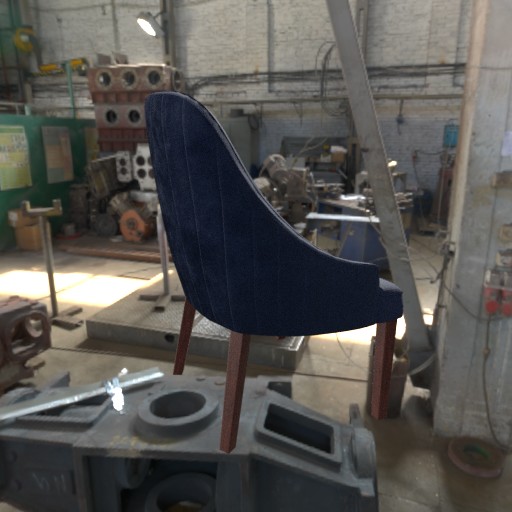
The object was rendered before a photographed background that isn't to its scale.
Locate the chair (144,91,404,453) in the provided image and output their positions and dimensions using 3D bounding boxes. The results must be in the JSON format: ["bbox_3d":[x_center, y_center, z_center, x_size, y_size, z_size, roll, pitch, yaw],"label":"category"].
[{"bbox_3d":[0.000,0.000,1.301,0.575,0.889,0.643,-8,18,-26],"label":"chair"}]
